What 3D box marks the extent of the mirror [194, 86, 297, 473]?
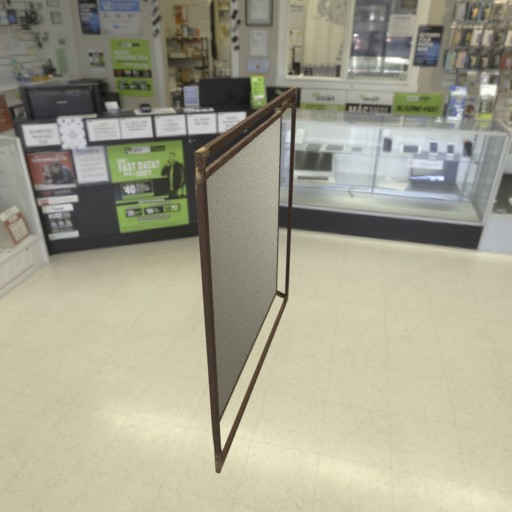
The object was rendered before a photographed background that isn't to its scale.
[{"bbox_3d":[0.000,0.000,0.952,0.032,0.610,0.610,8,29,14],"label":"mirror"}]
